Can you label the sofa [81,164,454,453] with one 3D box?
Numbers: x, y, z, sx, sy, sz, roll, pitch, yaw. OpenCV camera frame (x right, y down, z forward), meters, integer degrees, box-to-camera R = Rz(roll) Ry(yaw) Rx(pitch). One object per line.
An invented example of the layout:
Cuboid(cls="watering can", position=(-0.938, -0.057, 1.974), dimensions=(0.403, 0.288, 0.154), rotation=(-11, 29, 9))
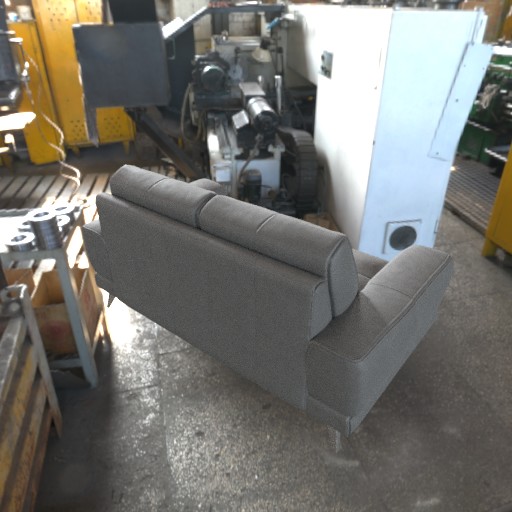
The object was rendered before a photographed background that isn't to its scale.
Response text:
Cuboid(cls="sofa", position=(0.000, 0.000, 2.404), dimensions=(1.806, 0.907, 1.018), rotation=(22, 37, 33))
